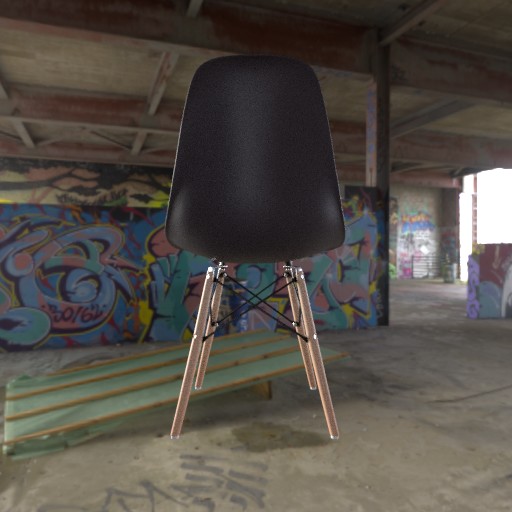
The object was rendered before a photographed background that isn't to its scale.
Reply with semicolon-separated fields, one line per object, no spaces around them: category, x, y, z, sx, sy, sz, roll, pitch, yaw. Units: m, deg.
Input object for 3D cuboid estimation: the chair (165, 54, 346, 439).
chair;0.000;0.000;1.170;0.470;0.825;0.533;0;1;0
